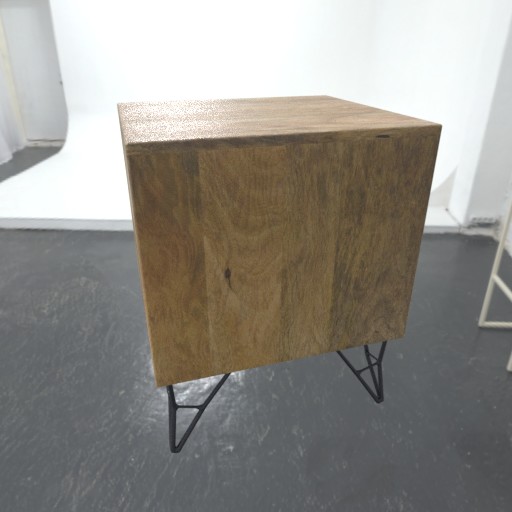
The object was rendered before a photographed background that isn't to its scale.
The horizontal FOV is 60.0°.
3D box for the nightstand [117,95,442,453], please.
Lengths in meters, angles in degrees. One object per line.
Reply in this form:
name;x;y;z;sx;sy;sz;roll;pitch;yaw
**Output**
nightstand;0.000;0.000;0.894;0.457;0.559;0.406;-8;27;-15
